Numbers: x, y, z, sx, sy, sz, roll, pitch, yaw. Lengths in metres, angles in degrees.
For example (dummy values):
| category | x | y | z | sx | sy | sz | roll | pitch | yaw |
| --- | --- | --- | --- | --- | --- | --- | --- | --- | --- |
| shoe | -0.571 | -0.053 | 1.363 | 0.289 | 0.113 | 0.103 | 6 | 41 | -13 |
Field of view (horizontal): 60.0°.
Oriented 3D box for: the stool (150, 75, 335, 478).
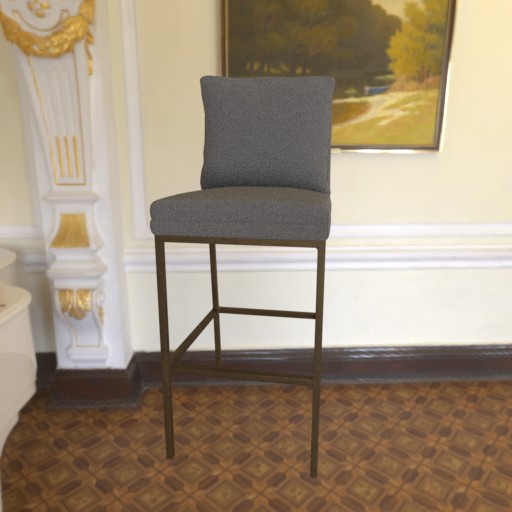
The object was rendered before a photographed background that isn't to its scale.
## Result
| category | x | y | z | sx | sy | sz | roll | pitch | yaw |
| --- | --- | --- | --- | --- | --- | --- | --- | --- | --- |
| stool | 0.000 | 0.000 | 1.403 | 0.463 | 1.132 | 0.569 | 2 | 14 | 10 |
